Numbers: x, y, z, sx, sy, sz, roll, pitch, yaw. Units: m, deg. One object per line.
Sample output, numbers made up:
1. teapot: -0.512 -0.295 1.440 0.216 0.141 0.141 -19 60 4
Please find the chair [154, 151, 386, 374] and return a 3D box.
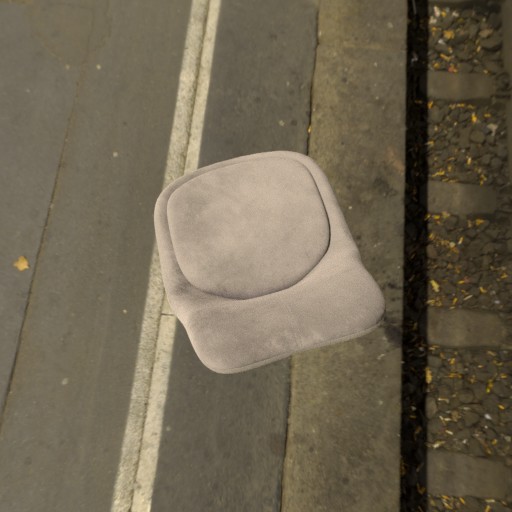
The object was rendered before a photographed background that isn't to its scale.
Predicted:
1. chair: 0.000 0.000 1.182 0.485 0.850 0.550 -16 77 -4
